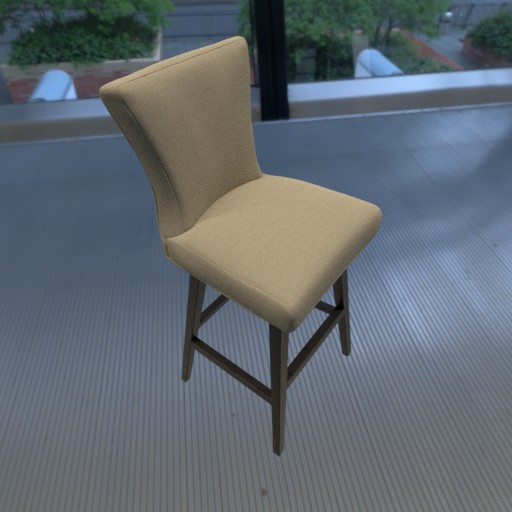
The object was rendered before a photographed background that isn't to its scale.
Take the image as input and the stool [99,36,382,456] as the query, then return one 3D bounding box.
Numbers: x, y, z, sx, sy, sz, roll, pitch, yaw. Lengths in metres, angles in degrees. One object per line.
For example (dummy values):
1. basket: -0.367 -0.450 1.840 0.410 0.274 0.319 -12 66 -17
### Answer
1. stool: 0.000 0.000 1.363 0.574 1.086 0.514 25 47 26
